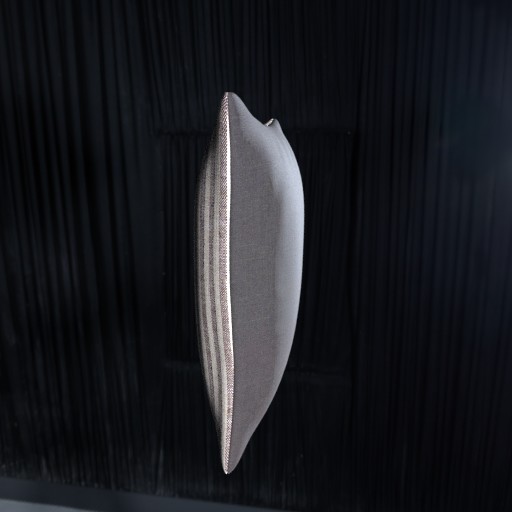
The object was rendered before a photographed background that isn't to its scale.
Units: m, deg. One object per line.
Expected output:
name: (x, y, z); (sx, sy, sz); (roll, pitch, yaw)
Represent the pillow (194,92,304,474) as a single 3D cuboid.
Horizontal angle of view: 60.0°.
pillow: (0.000, 0.000, 0.805); (0.166, 0.506, 0.523); (2, 14, 8)
